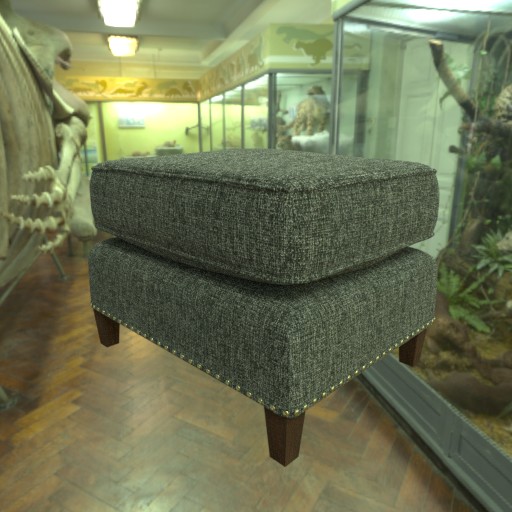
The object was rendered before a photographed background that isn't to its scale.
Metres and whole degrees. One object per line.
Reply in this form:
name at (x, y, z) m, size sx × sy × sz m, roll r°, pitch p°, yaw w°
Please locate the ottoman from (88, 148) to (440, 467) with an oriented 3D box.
ottoman at (0.000, 0.000, 1.138) m, size 0.738 × 0.537 × 0.589 m, roll 15°, pitch 21°, yaw 43°
